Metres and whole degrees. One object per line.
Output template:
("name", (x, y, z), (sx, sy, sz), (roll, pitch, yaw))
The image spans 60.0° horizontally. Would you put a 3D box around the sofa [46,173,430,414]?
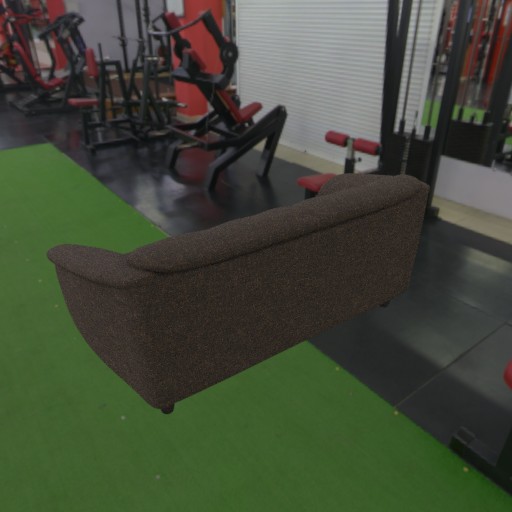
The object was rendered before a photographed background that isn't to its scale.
("sofa", (0.000, 0.000, 2.288), (1.849, 0.790, 0.887), (-18, 34, -30))
